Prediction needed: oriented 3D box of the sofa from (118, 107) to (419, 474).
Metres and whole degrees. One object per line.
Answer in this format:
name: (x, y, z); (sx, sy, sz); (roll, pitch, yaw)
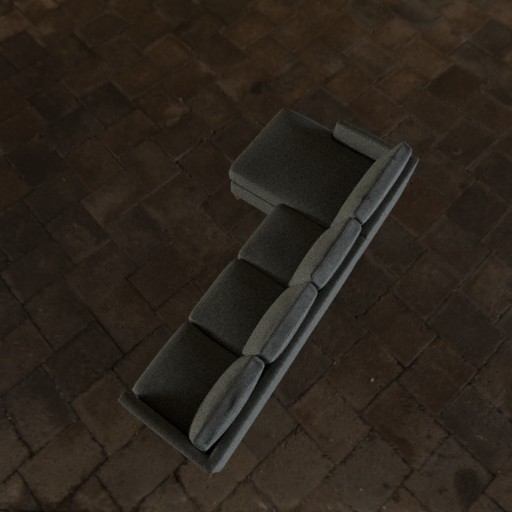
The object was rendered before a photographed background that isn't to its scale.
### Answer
sofa: (0.000, 0.000, 4.233); (1.635, 0.960, 3.485); (32, 69, 14)
